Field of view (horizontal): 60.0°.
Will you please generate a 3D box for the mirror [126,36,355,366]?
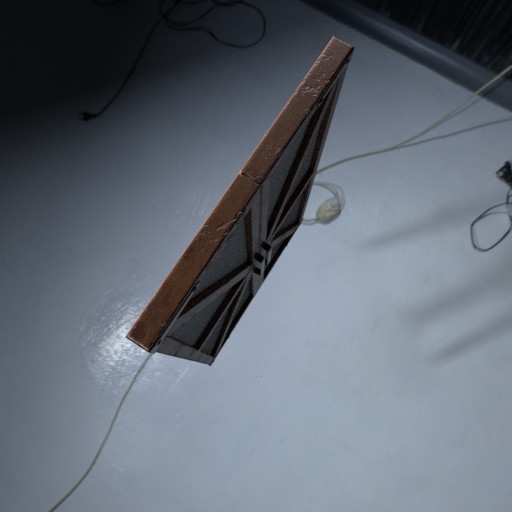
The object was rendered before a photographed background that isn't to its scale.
[{"bbox_3d":[0.000,0.000,0.956,0.053,0.761,0.517,31,77,8],"label":"mirror"}]
